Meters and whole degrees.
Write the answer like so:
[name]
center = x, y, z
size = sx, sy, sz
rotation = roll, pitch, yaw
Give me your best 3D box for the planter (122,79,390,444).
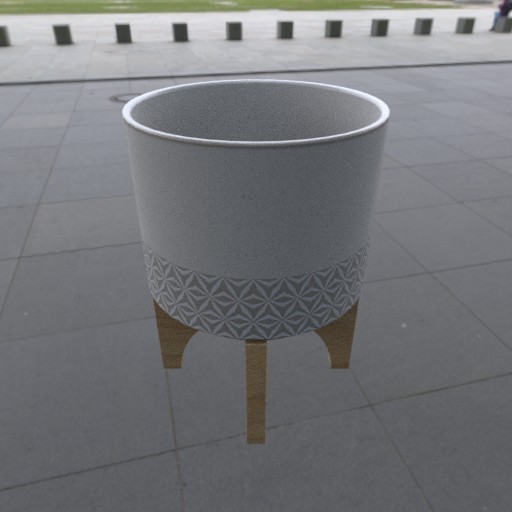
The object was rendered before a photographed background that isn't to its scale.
[planter]
center = 0.000, 0.000, 0.513
size = 0.249, 0.343, 0.249
rotation = 0, 32, 0
